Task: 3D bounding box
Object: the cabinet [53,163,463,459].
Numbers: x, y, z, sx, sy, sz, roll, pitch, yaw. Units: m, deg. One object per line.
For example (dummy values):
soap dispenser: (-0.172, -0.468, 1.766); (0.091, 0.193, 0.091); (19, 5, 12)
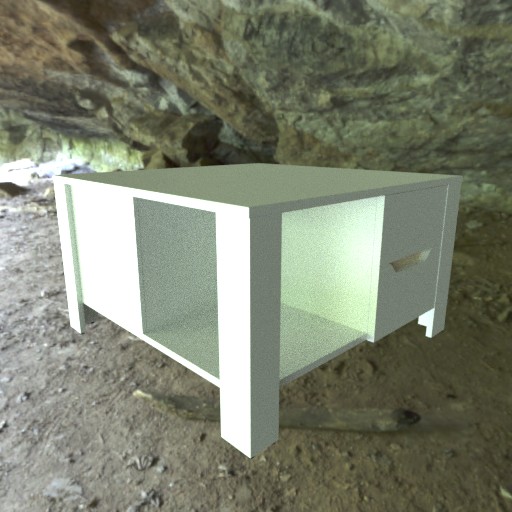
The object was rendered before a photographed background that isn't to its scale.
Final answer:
cabinet: (0.000, 0.000, 1.281); (0.800, 0.460, 0.800); (-14, 21, -42)
